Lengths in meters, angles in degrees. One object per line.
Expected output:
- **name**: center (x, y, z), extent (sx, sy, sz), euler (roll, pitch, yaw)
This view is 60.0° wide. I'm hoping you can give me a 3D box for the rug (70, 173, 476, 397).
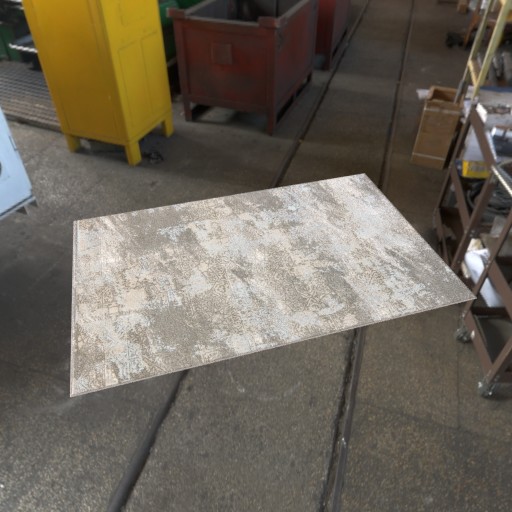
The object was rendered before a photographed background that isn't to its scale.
- **rug**: center (0.000, 0.000, 3.070), extent (2.431, 0.012, 1.536), euler (-11, 43, -12)
